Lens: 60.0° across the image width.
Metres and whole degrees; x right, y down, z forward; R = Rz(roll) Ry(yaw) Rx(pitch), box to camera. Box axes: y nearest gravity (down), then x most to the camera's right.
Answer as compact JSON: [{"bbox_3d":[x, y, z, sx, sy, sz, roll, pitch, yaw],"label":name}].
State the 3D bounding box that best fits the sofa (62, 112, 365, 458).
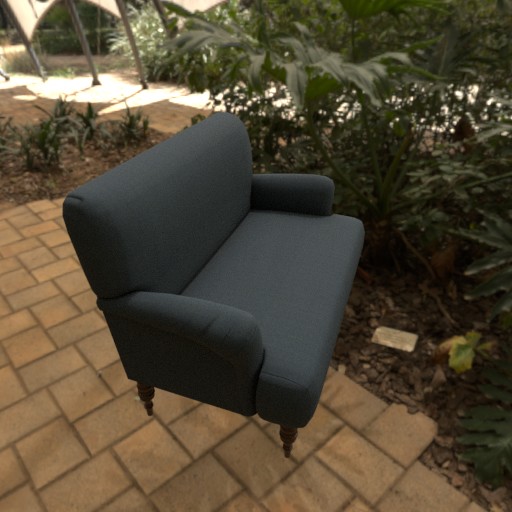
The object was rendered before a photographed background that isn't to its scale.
[{"bbox_3d":[0.000,0.000,1.830,0.779,0.889,1.297,10,32,16],"label":"sofa"}]
